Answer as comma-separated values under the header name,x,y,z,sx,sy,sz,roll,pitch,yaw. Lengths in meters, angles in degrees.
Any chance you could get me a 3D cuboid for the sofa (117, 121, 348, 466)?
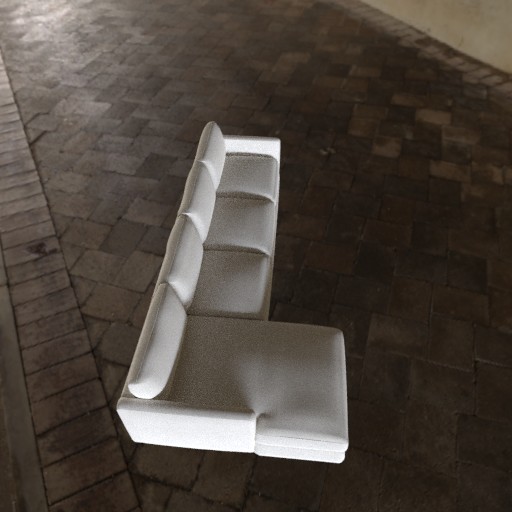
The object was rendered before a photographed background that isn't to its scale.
name,x,y,z,sx,sy,sz,roll,pitch,yaw
sofa,0.000,0.000,3.881,1.467,0.875,3.186,4,47,3
